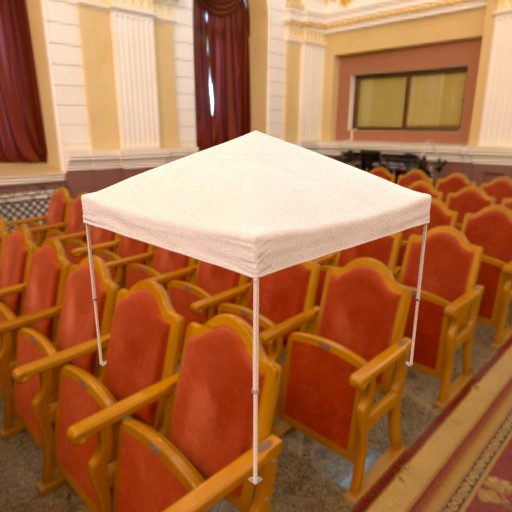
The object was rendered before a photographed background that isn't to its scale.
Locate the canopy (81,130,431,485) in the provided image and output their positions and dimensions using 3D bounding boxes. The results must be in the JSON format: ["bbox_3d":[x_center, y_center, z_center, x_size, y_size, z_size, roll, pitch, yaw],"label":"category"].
[{"bbox_3d":[0.000,0.000,5.505,2.996,2.997,2.998,-15,22,-43],"label":"canopy"}]
